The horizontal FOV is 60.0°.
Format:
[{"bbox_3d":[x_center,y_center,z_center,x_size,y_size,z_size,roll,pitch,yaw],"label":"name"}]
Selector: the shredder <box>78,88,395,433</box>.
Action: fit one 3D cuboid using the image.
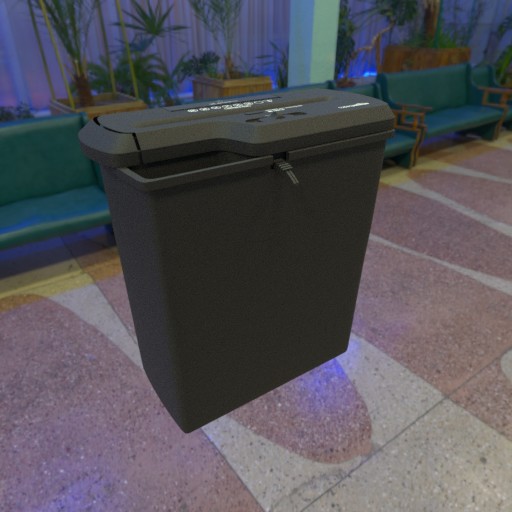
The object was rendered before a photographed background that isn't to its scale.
[{"bbox_3d":[0.000,0.000,0.513,0.320,0.335,0.170,-18,35,-29],"label":"shredder"}]
